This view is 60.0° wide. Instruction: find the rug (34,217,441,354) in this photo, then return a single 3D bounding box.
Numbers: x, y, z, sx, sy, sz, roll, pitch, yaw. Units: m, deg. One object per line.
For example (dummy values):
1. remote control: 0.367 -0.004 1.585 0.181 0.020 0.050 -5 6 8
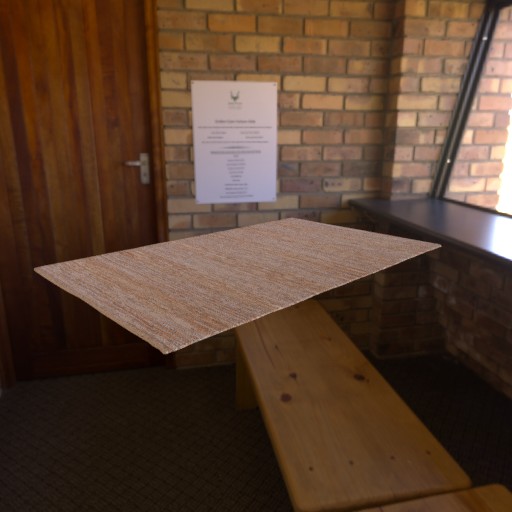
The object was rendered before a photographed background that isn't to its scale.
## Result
1. rug: 0.000 0.000 3.060 2.446 0.009 1.529 -15 21 -42
